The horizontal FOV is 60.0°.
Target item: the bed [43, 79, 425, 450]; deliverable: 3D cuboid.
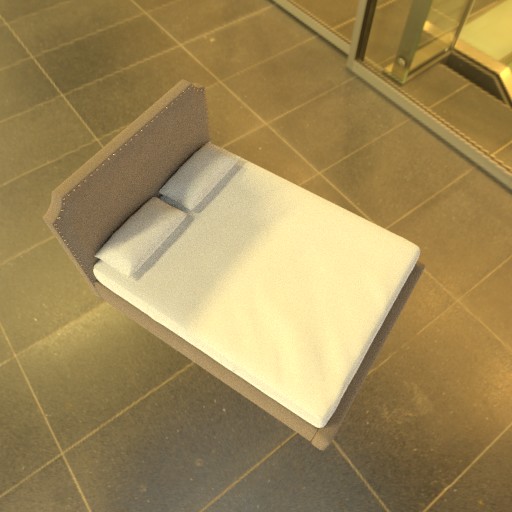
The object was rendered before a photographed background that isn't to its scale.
[{"bbox_3d":[0.000,0.000,3.497,2.329,1.415,1.703,30,63,17],"label":"bed"}]
